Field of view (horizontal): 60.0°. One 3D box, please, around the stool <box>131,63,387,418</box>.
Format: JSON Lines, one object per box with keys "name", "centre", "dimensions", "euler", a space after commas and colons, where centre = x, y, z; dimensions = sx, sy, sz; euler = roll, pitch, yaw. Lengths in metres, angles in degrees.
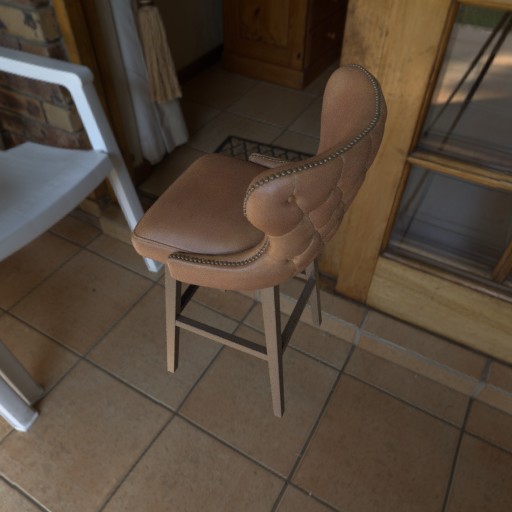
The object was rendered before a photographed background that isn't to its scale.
{"name": "stool", "centre": [0.000, 0.000, 1.419], "dimensions": [0.606, 1.087, 0.591], "euler": [18, 49, 16]}
